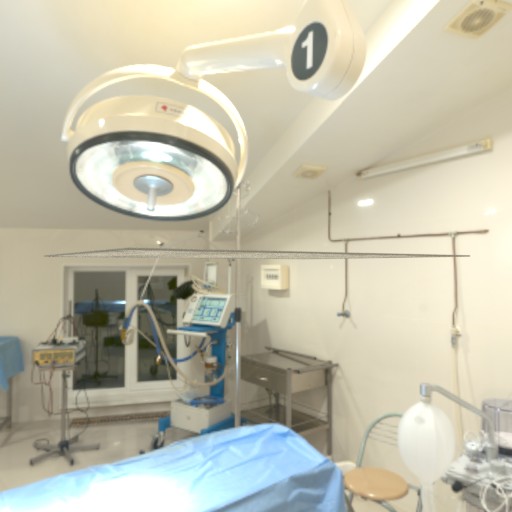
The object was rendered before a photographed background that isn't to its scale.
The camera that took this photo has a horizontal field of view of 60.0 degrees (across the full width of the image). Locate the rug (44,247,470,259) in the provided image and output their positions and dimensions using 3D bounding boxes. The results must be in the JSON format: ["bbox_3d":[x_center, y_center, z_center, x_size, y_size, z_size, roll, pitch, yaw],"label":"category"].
[{"bbox_3d":[0.000,0.000,4.238,3.307,0.013,2.393,1,-1,-35],"label":"rug"}]
